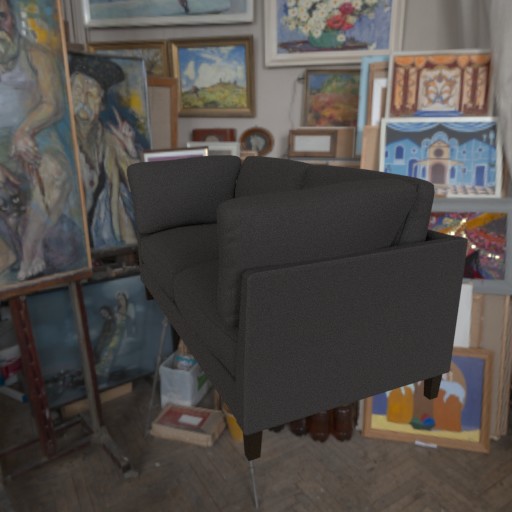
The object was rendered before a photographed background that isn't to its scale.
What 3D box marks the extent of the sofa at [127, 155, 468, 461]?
[{"bbox_3d":[0.000,0.000,2.267,0.969,0.920,1.751,-8,18,-24],"label":"sofa"}]
